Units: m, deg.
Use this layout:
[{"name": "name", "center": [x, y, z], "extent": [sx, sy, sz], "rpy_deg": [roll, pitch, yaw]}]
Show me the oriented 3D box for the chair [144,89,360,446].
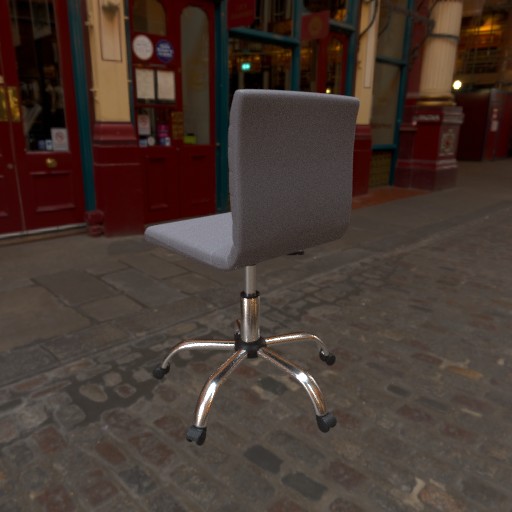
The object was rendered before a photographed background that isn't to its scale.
[{"name": "chair", "center": [0.000, 0.000, 1.143], "extent": [0.556, 0.780, 0.530], "rpy_deg": [-16, 23, -42]}]
